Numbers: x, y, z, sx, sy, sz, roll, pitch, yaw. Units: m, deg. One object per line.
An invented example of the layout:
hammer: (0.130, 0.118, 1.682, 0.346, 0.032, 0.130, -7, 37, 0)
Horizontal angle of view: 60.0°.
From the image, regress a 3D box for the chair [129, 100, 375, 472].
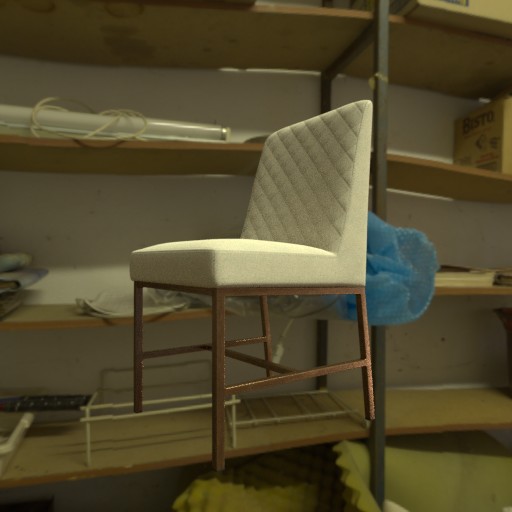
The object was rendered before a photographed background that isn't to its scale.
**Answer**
chair: (0.000, 0.000, 1.311, 0.597, 0.933, 0.503, 0, -1, -37)
